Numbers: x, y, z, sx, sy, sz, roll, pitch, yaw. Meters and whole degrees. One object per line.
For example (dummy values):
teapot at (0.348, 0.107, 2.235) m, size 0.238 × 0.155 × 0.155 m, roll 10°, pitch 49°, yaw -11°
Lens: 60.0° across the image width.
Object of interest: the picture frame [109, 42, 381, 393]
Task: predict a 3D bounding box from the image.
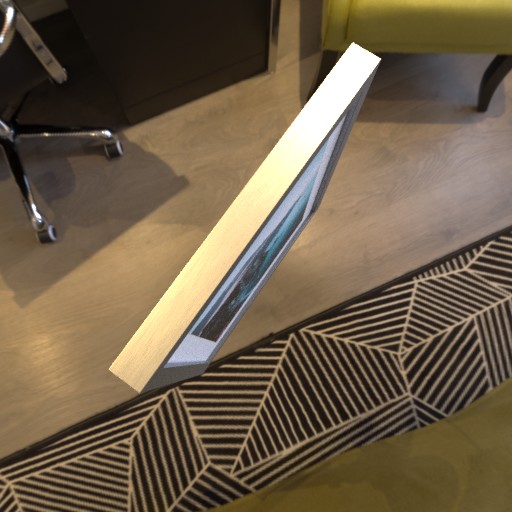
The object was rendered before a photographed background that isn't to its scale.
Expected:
picture frame at (0.000, 0.000, 1.351) m, size 0.073 × 0.968 × 0.839 m, roll 34°, pitch 79°, yaw 7°
